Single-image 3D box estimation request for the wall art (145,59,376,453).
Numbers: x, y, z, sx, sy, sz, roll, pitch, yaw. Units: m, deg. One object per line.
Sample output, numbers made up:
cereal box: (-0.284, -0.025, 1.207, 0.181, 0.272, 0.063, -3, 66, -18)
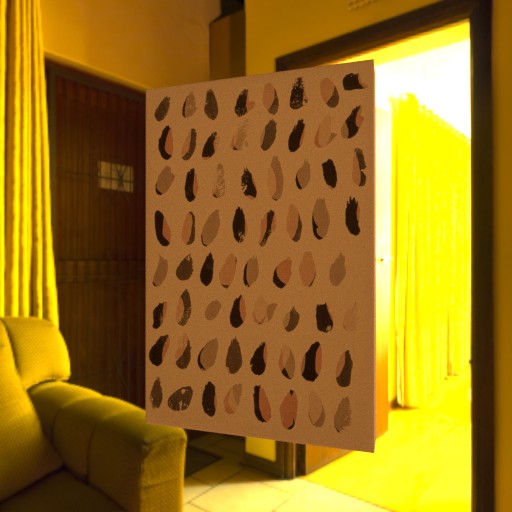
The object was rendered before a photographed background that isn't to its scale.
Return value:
wall art: (0.000, 0.000, 0.485, 0.252, 0.381, 0.039, 0, 0, 18)
